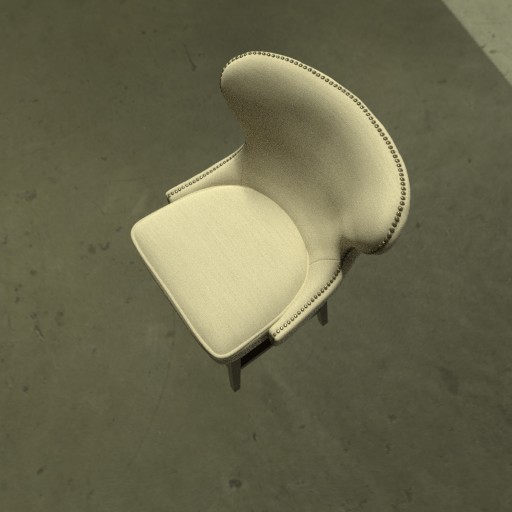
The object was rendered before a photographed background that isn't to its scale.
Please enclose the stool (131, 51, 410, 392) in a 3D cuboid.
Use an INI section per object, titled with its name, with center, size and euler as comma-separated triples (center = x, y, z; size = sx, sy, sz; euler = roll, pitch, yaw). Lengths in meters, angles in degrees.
[stool]
center = 0.000, 0.000, 1.369
size = 0.597, 0.972, 0.615
euler = -33, 69, -15
